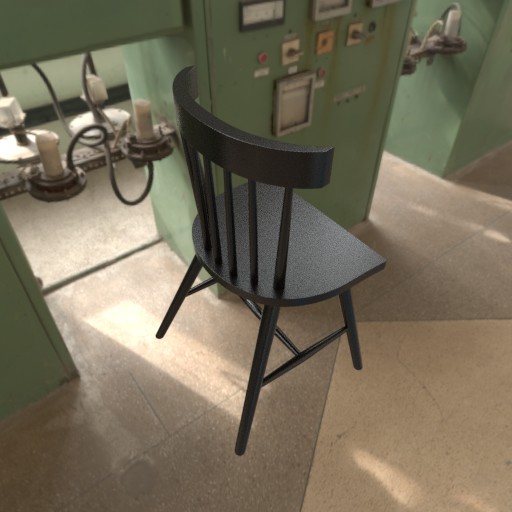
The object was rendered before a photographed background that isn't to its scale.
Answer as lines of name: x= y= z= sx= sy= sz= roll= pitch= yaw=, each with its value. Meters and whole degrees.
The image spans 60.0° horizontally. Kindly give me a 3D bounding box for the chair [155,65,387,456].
chair: x=0.000 y=0.000 z=1.159 sx=0.483 sy=0.844 sz=0.506 roll=-26 pitch=49 yaw=-25
